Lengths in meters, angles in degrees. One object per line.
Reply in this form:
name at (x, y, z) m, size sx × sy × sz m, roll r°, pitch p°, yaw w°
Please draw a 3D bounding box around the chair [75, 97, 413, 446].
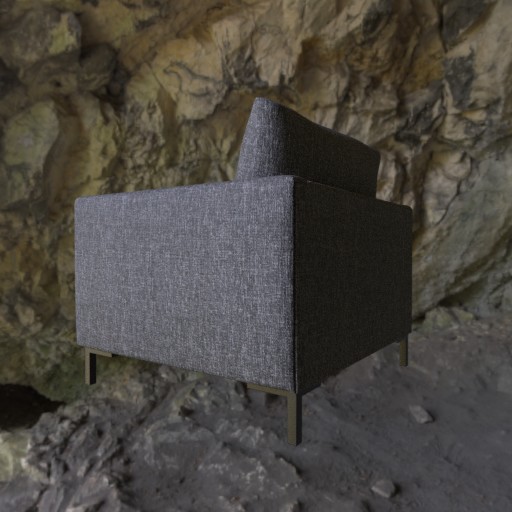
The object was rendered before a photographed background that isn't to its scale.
chair at (0.000, 0.000, 1.614) m, size 0.866 × 0.861 × 0.963 m, roll 1°, pitch 1°, yaw 35°
